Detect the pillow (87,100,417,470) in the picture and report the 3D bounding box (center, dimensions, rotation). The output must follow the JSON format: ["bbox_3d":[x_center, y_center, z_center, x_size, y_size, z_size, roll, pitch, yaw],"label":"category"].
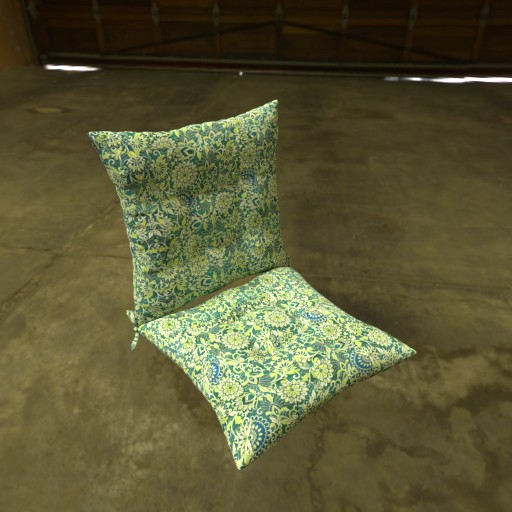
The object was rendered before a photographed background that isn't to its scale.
[{"bbox_3d":[0.000,0.000,0.999,0.541,0.536,0.585,-21,37,-31],"label":"pillow"}]
